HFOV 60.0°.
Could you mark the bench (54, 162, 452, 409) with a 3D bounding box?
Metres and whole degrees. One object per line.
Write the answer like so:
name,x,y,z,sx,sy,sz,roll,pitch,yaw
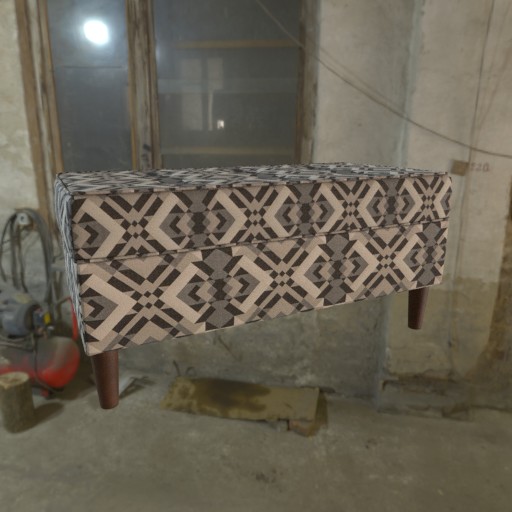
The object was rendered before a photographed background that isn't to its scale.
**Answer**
bench,0.000,0.000,1.278,1.016,0.477,0.492,-8,17,-25
